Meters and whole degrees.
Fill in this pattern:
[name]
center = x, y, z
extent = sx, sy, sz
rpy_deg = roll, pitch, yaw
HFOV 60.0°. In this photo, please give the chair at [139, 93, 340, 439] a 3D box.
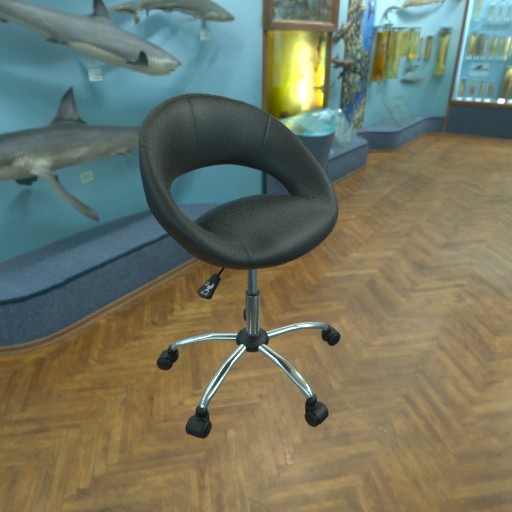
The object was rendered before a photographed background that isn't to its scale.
[chair]
center = 0.000, 0.000, 1.182
extent = 0.538, 0.791, 0.612
rpy_deg = 18, 31, 32
